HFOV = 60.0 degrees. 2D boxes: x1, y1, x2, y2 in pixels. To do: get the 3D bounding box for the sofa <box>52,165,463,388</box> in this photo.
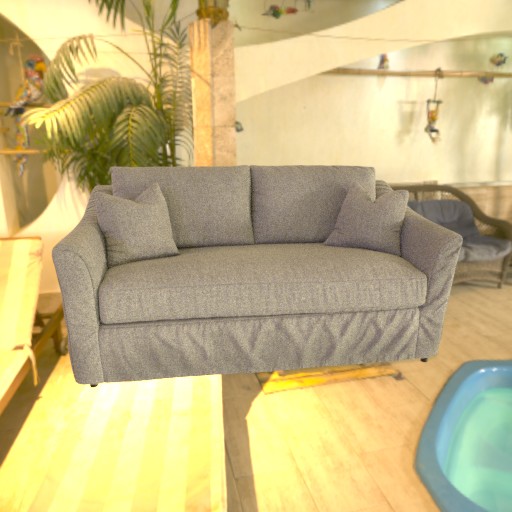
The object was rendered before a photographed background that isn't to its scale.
[{"bbox_3d":[0.000,0.000,2.645,2.010,1.018,1.072,-2,17,-8],"label":"sofa"}]
